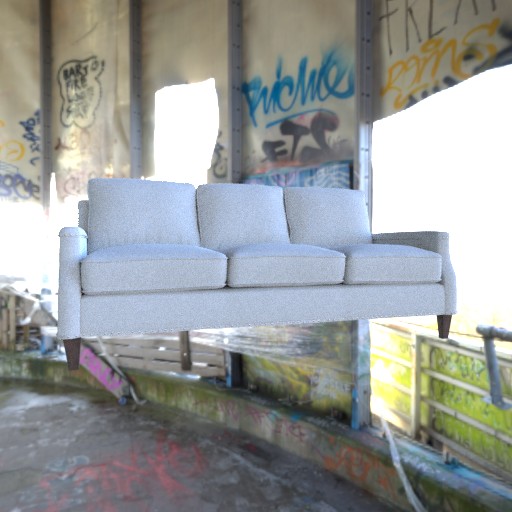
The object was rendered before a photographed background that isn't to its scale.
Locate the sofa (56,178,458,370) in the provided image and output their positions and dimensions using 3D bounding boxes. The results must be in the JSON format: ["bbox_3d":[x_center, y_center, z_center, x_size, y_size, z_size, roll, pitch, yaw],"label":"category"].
[{"bbox_3d":[0.000,0.000,2.814,2.246,1.003,1.084,0,1,-19],"label":"sofa"}]
